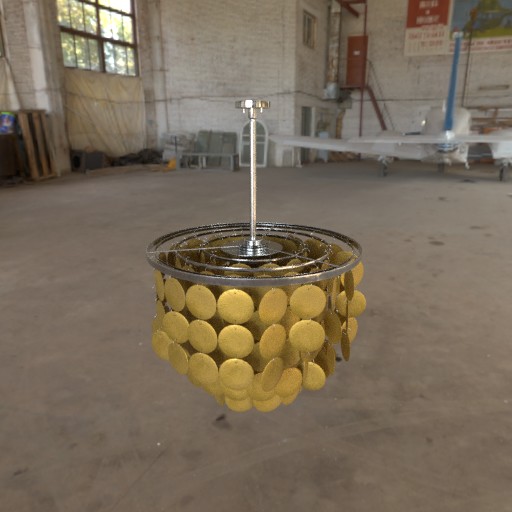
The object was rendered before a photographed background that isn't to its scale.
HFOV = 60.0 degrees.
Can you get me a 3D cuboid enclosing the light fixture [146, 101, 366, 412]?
[{"bbox_3d":[0.000,0.000,0.747,0.368,0.492,0.368,0,16,0],"label":"light fixture"}]
